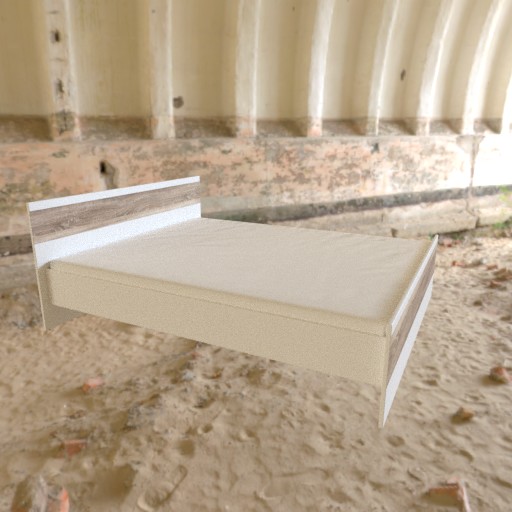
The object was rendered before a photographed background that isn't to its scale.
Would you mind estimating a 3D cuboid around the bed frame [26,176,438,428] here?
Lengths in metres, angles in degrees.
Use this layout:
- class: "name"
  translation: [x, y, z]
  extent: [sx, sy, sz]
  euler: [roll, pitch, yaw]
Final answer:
- class: "bed frame"
  translation: [0.000, 0.000, 2.918]
  extent: [2.060, 0.800, 1.720]
  euler: [8, 18, 26]
